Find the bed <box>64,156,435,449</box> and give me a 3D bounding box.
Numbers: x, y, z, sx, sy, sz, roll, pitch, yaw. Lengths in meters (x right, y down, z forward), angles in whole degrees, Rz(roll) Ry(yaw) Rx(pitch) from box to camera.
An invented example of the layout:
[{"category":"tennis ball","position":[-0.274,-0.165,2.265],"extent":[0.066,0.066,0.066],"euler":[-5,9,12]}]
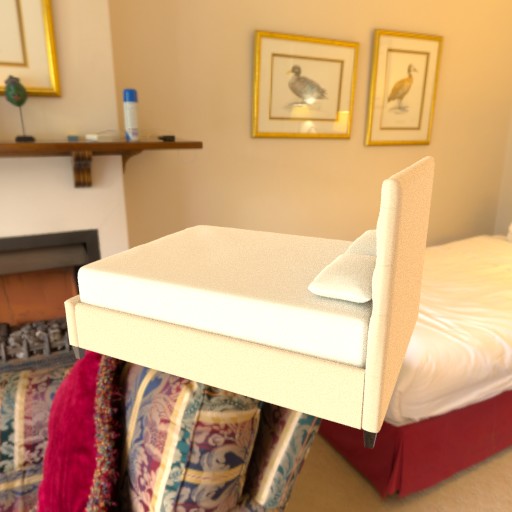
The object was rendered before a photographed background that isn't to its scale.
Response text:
[{"category":"bed","position":[0.000,0.000,3.315],"extent":[2.233,1.426,1.696],"euler":[8,18,25]}]
